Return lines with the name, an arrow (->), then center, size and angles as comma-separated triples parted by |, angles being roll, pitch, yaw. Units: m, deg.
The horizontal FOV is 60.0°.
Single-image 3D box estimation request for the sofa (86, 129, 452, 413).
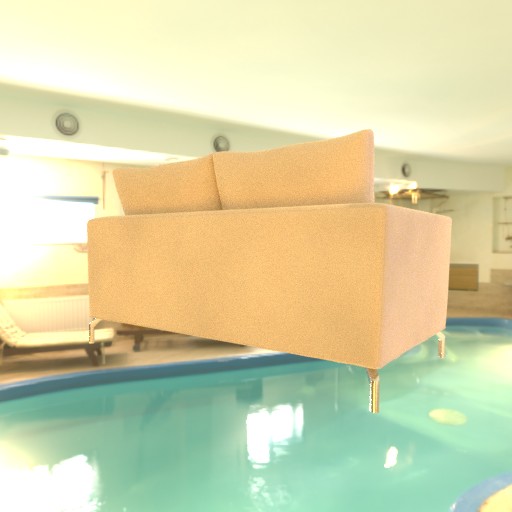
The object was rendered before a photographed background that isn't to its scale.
sofa -> 0.000, 0.000, 2.336 | 1.739, 0.995, 0.906 | 2, 3, 37
